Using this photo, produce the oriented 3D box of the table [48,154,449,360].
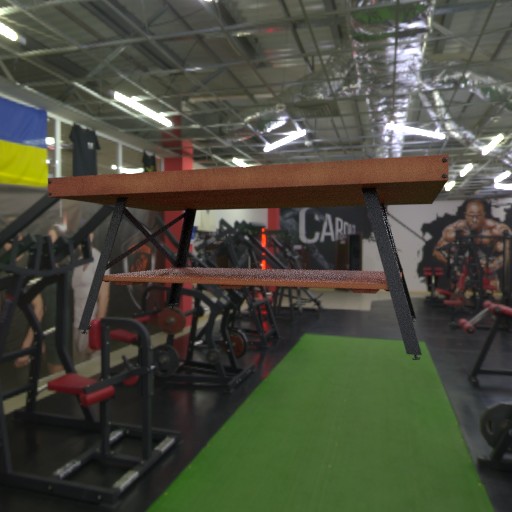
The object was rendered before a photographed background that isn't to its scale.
[{"bbox_3d":[0.000,0.000,1.404,1.067,0.457,0.610,1,2,19],"label":"table"}]
